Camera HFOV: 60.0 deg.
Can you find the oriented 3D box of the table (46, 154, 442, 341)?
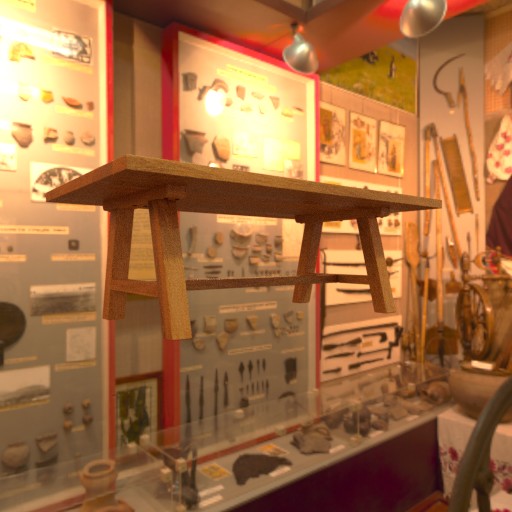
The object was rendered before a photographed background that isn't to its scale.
[{"bbox_3d":[0.000,0.000,1.693,1.320,0.455,0.760,0,0,-38],"label":"table"}]
